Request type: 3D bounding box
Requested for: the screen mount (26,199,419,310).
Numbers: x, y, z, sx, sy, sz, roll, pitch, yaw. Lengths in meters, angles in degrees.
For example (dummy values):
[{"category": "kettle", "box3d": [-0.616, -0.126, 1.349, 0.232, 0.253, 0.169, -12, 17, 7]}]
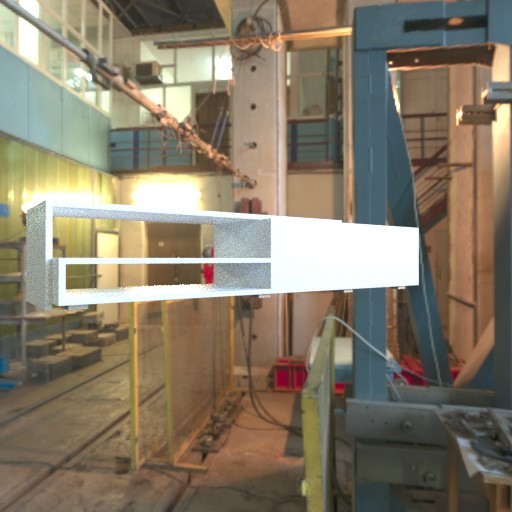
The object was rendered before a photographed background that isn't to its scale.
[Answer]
[{"category": "screen mount", "box3d": [0.000, 0.000, 1.872, 1.680, 0.320, 0.420, 0, 0, -36]}]
